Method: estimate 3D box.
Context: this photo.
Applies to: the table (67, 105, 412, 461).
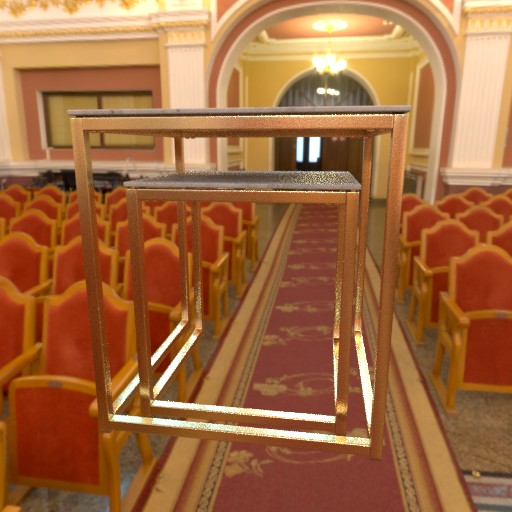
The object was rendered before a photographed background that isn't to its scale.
[{"bbox_3d":[0.000,0.000,0.843,0.450,0.500,0.450,2,14,9],"label":"table"}]
